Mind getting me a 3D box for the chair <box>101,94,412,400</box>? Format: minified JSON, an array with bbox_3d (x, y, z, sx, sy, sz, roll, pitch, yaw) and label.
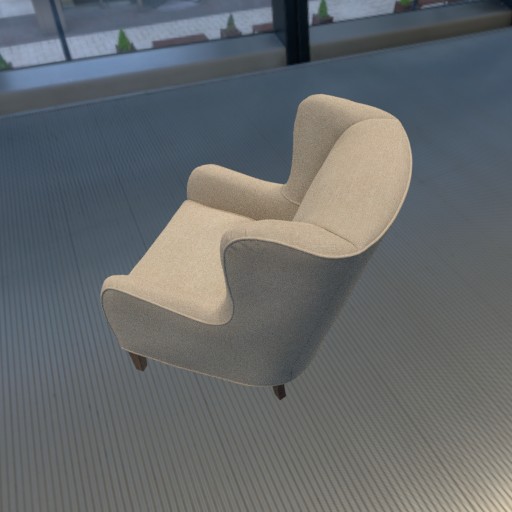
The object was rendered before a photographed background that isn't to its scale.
[{"bbox_3d":[0.000,0.000,1.766,0.966,1.040,0.838,15,48,14],"label":"chair"}]
